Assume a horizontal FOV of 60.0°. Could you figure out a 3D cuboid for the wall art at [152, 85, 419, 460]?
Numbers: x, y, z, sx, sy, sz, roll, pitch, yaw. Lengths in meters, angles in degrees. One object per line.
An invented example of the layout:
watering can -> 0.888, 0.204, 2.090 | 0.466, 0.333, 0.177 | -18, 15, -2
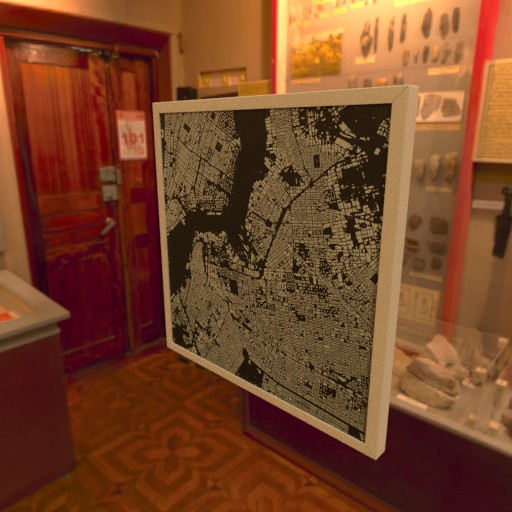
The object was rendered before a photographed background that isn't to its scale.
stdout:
wall art -> 0.000, 0.000, 1.124 | 0.761, 0.762, 0.050 | 14, 21, 41
